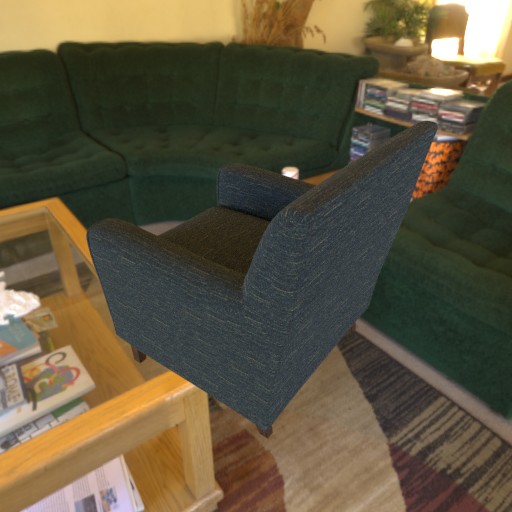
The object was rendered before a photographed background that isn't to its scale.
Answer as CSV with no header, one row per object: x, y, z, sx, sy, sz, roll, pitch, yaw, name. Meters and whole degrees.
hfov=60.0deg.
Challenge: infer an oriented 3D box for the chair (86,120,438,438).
0.000,0.000,1.621,0.873,0.928,0.864,21,38,30,chair
